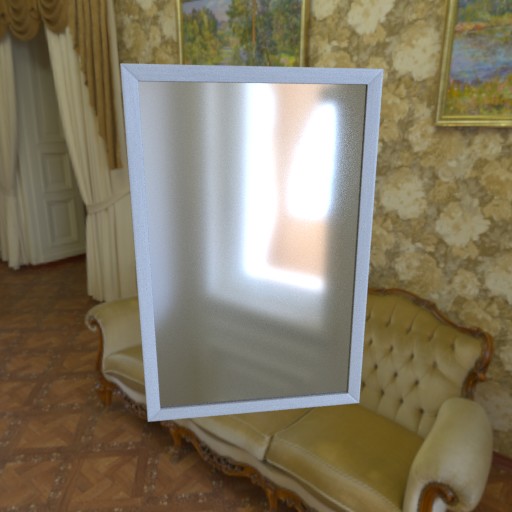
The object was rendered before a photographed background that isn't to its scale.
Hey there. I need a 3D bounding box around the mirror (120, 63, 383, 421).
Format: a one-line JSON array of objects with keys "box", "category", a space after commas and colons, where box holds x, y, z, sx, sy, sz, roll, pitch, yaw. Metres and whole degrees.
[{"box": [0.000, 0.000, 1.159, 0.609, 0.915, 0.040, -2, 16, -8], "category": "mirror"}]
